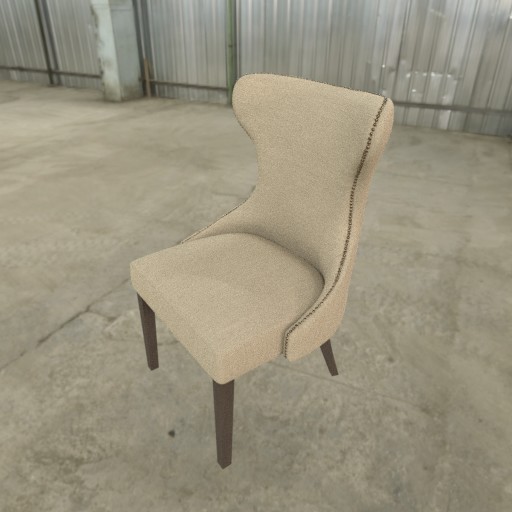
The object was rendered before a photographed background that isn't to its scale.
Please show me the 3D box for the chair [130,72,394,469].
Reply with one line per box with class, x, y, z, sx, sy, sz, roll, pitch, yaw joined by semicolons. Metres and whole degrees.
chair;0.000;0.000;1.365;0.635;0.967;0.628;-20;36;-31
